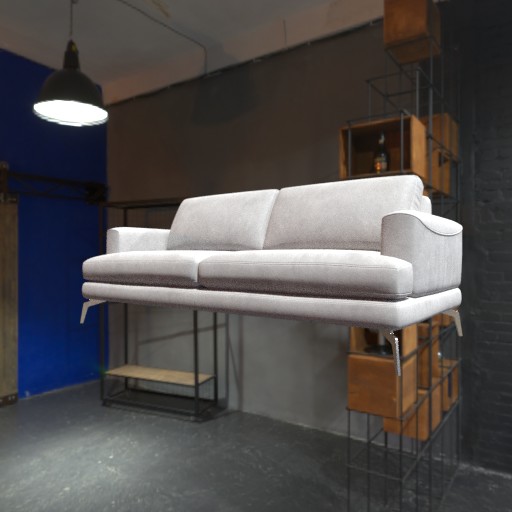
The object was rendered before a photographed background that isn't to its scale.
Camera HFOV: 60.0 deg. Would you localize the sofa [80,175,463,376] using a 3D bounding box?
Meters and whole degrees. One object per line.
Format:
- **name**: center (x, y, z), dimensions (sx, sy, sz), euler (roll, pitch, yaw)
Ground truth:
- **sofa**: center (0.000, 0.000, 2.529), dimensions (2.013, 0.830, 0.980), euler (0, 0, 37)
